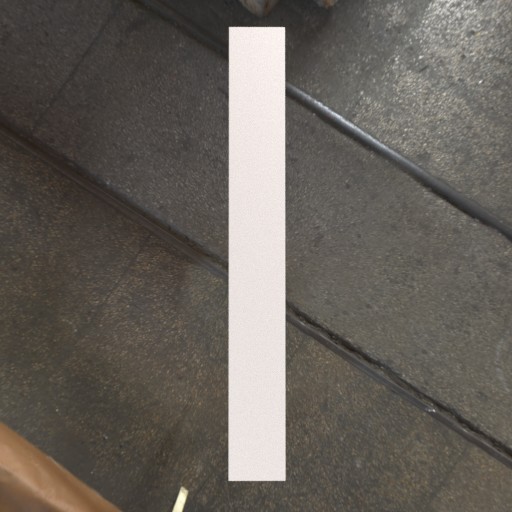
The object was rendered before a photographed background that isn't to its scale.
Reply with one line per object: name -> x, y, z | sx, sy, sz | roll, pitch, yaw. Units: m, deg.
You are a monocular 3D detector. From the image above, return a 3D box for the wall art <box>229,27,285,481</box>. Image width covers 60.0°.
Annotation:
wall art -> 0.000, 0.000, 0.448 | 0.038, 0.302, 0.305 | 0, 89, 0
